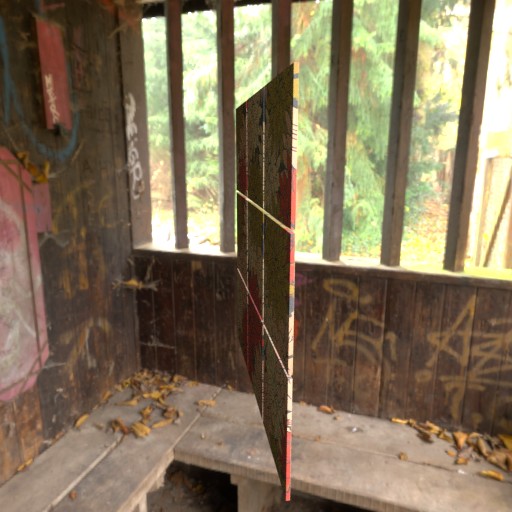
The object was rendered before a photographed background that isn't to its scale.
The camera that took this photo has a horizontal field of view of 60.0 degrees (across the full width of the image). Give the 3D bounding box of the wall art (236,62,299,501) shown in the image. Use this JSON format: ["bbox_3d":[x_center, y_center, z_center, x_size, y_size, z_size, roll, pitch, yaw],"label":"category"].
[{"bbox_3d":[0.000,0.000,1.761,0.013,1.218,1.206,-2,13,-9],"label":"wall art"}]
